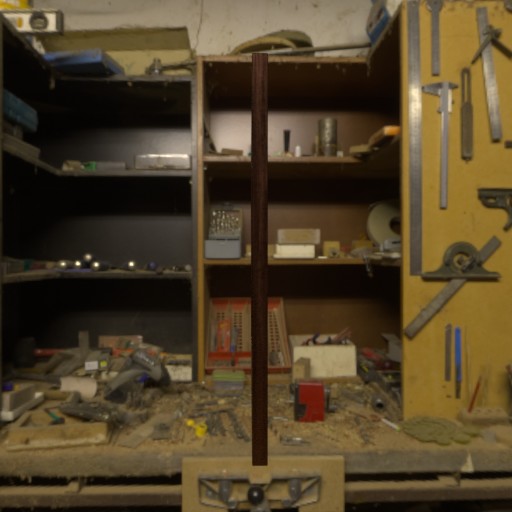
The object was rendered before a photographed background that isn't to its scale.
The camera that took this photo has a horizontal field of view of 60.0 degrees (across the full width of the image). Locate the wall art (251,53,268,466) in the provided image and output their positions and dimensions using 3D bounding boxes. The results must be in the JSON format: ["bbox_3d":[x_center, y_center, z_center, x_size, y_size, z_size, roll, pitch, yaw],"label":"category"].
[{"bbox_3d":[0.000,0.000,0.541,0.012,0.304,0.431,0,1,-1],"label":"wall art"}]
